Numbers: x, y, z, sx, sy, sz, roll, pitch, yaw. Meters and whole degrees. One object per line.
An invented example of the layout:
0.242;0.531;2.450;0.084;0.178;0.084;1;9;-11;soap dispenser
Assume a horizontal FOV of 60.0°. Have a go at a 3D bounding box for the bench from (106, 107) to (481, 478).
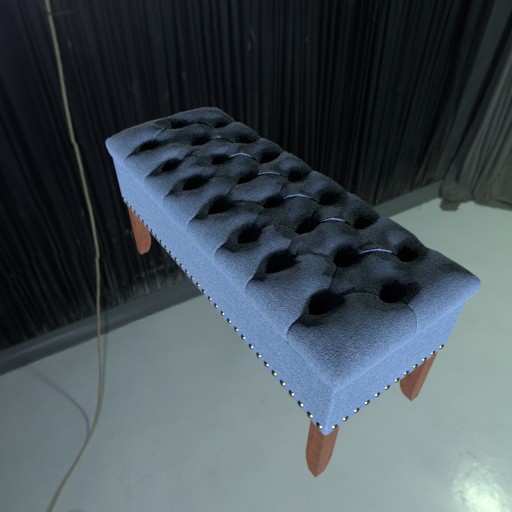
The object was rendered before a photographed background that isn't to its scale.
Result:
0.000;0.000;1.284;0.417;0.492;1.052;-25;48;-26;bench
